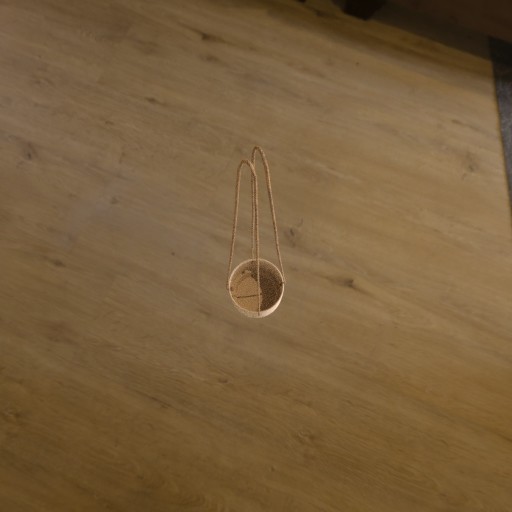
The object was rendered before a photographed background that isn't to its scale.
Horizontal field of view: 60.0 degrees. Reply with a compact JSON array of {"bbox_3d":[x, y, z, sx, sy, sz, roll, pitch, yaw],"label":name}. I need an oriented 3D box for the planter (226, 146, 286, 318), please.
[{"bbox_3d":[0.000,0.000,0.876,0.146,0.841,0.146,38,78,10],"label":"planter"}]
